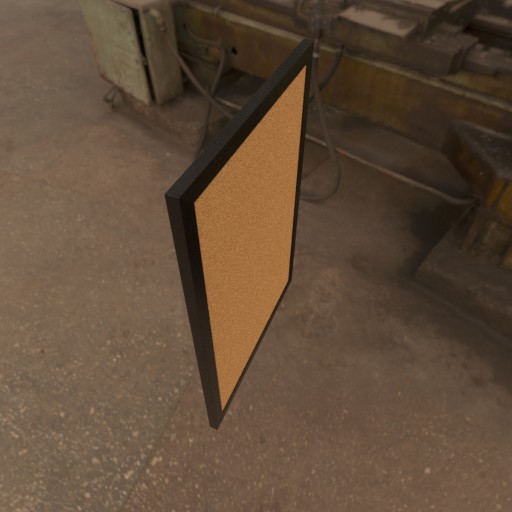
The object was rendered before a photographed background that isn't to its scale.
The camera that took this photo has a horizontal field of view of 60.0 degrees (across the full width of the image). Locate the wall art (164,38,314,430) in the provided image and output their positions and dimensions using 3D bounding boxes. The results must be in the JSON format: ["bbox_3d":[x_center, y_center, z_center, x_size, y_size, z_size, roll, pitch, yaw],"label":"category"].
[{"bbox_3d":[0.000,0.000,0.871,0.019,0.656,0.462,18,50,16],"label":"wall art"}]
